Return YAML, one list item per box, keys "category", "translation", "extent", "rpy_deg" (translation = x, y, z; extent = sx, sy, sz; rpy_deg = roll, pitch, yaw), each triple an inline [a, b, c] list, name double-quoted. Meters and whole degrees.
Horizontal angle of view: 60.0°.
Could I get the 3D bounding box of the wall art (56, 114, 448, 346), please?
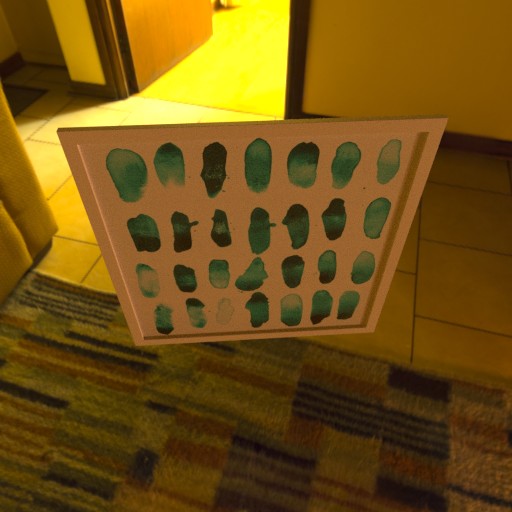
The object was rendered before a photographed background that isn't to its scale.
- category: "wall art"
  translation: [0.000, 0.000, 0.685]
  extent: [0.456, 0.457, 0.009]
  rpy_deg: [-3, 47, -3]
